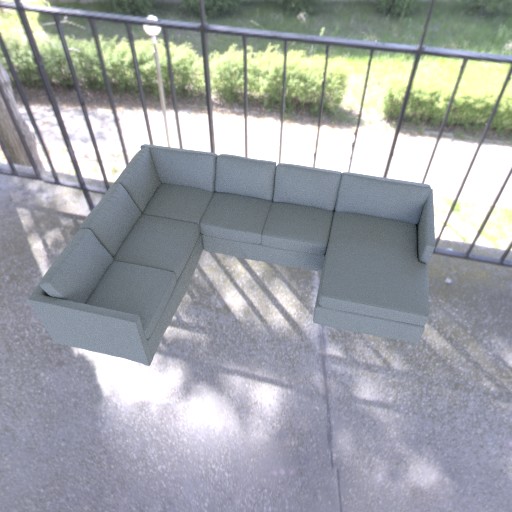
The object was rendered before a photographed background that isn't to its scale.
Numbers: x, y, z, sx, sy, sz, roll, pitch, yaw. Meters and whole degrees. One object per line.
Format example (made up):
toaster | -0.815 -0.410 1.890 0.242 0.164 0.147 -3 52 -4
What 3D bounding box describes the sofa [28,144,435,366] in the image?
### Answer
sofa | 0.000 0.000 4.504 3.460 0.882 2.427 10 47 9
